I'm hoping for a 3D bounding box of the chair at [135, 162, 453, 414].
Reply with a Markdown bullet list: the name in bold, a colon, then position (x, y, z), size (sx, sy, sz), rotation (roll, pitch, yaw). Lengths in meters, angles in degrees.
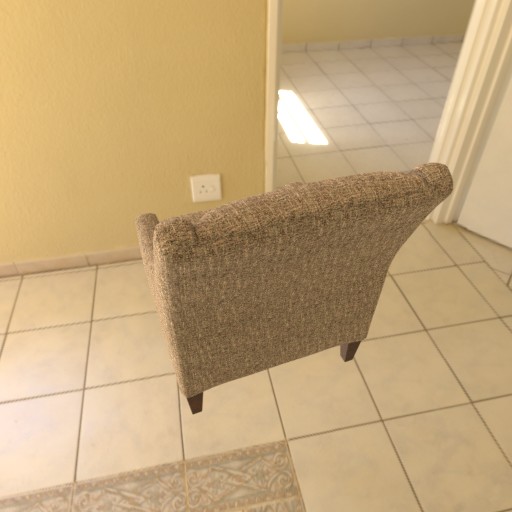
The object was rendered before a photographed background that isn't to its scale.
- **chair**: position (0.000, 0.000, 1.622), size (0.774, 1.014, 0.870), rotation (-14, 43, -16)
